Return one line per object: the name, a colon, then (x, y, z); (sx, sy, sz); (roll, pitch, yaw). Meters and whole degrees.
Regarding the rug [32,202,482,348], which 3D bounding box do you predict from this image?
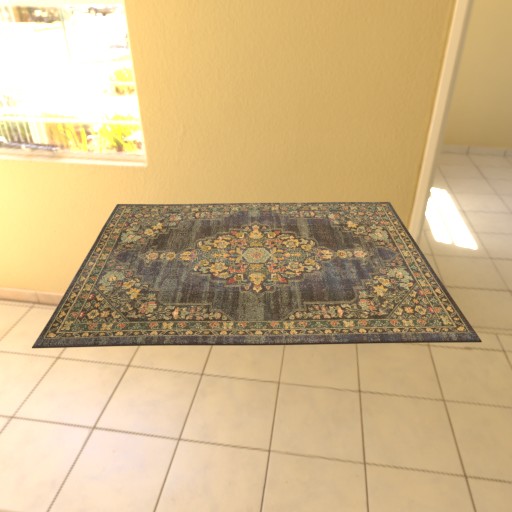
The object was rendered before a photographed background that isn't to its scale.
rug: (0.000, 0.000, 4.697); (3.612, 0.035, 2.716); (-1, 31, -1)
